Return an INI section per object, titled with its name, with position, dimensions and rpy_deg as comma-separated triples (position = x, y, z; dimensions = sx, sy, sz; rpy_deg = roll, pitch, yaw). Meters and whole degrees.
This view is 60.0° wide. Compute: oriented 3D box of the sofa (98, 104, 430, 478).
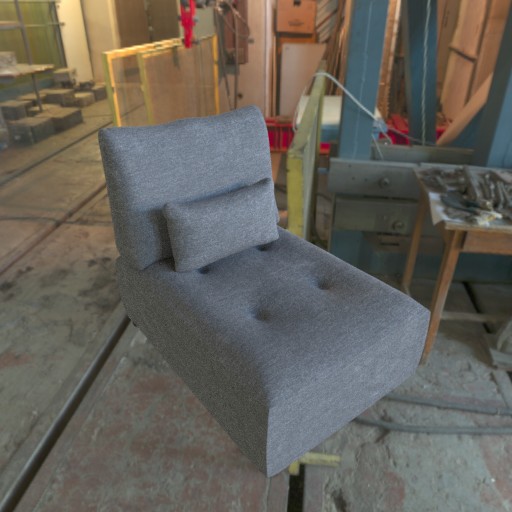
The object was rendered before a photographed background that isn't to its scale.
[sofa]
position = 0.000, 0.000, 1.565
dimensions = 0.700, 0.820, 1.000
rpy_deg = -21, 36, -32
